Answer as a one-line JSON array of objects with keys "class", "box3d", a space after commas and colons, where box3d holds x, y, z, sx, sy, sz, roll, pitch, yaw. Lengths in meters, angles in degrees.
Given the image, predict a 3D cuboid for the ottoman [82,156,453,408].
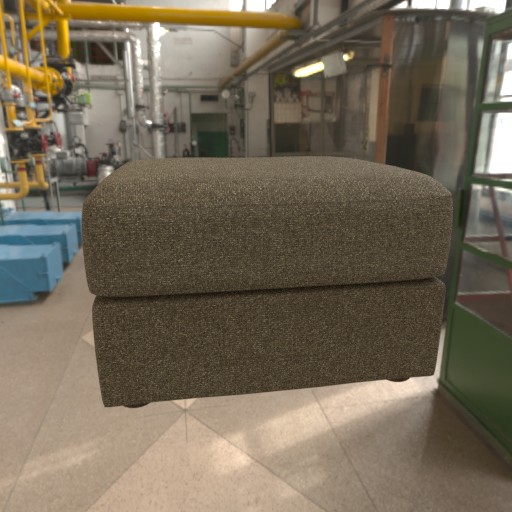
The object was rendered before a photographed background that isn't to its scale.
[{"class": "ottoman", "box3d": [0.000, 0.000, 1.127, 0.742, 0.476, 0.598, -3, 17, -9]}]
